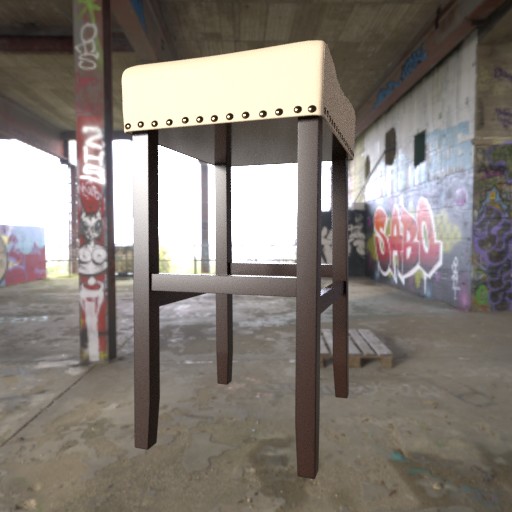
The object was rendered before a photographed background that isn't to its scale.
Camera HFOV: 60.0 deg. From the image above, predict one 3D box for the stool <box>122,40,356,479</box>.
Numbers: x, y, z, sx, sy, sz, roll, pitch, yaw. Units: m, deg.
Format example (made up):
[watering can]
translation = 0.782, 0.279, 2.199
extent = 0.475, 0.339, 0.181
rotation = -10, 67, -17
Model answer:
[stool]
translation = 0.000, 0.000, 1.026
extent = 0.401, 0.762, 0.471
rotation = 1, 3, 19
